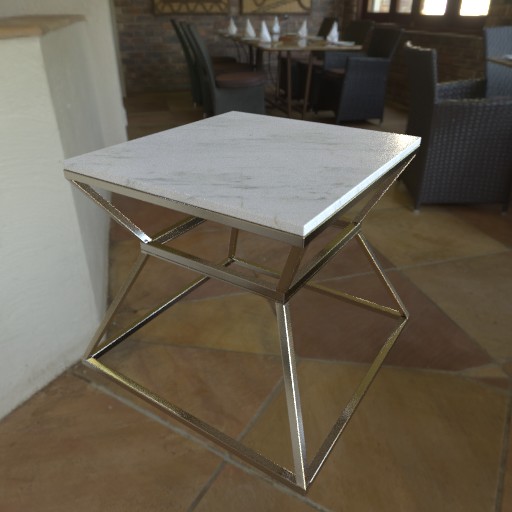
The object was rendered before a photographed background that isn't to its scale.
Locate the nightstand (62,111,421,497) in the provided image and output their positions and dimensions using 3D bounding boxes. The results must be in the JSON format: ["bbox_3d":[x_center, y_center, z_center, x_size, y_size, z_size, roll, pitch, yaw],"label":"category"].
[{"bbox_3d":[0.000,0.000,0.866,0.514,0.426,0.513,18,34,29],"label":"nightstand"}]
